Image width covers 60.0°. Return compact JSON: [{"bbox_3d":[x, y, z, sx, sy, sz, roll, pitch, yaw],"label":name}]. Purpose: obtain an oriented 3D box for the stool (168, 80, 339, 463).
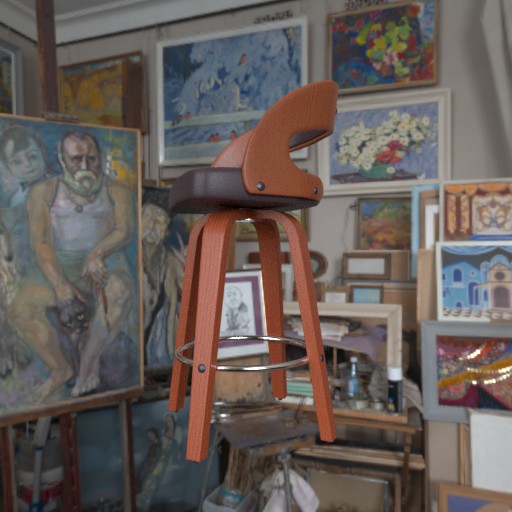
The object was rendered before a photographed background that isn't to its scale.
[{"bbox_3d":[0.000,0.000,1.237,0.457,0.940,0.457,0,1,-18],"label":"stool"}]
